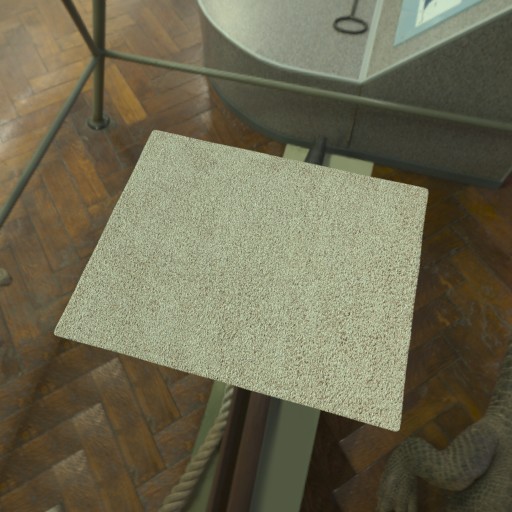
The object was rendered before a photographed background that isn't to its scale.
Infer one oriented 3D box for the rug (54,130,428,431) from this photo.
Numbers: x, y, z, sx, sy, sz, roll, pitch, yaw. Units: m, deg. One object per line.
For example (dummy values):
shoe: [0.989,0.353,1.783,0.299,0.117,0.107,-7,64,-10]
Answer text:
rug: [0.000,0.000,4.249,3.047,0.029,2.438,14,64,7]
